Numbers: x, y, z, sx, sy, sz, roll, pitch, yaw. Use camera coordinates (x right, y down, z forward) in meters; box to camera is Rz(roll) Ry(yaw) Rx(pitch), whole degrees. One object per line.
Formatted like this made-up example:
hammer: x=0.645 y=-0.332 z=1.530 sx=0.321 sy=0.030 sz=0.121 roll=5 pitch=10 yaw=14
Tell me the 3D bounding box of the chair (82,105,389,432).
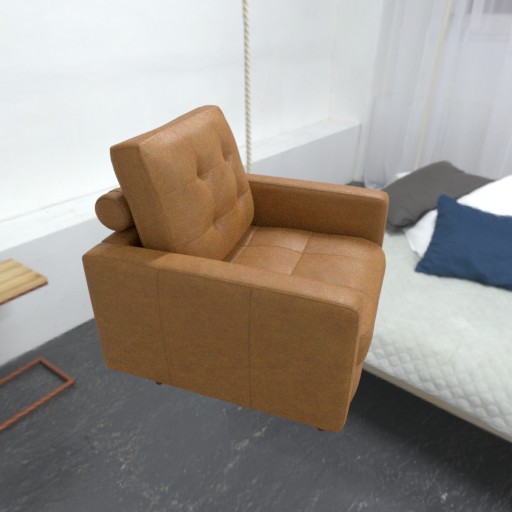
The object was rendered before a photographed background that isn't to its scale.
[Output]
chair: x=0.000 y=0.000 z=1.549 sx=0.868 sy=0.896 sz=0.831 roll=10 pitch=31 yaw=17
